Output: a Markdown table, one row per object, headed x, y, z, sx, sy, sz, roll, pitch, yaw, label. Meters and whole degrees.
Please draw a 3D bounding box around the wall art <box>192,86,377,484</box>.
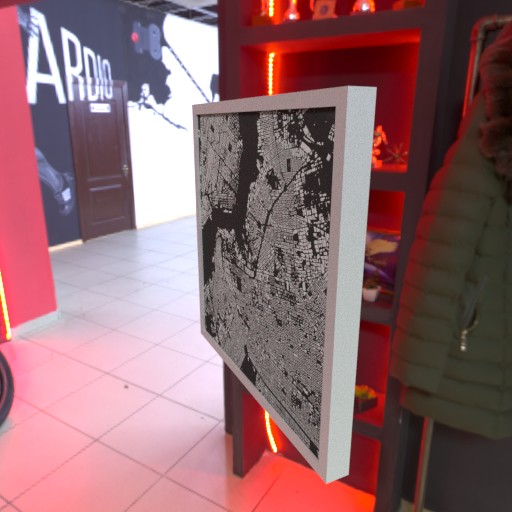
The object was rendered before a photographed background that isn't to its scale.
| x | y | z | sx | sy | sz | roll | pitch | yaw | label |
| --- | --- | --- | --- | --- | --- | --- | --- | --- | --- |
| 0.000 | 0.000 | 0.755 | 0.038 | 0.506 | 0.506 | -8 | 18 | -25 | wall art |
